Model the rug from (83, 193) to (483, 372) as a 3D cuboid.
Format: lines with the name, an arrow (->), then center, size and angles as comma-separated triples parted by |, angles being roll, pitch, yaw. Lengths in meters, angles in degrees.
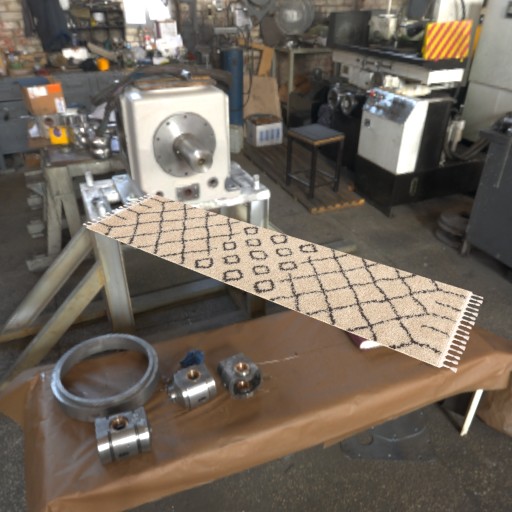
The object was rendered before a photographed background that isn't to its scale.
rug -> 0.000, 0.000, 2.690 | 2.464, 0.005, 0.660 | 19, 36, 28
